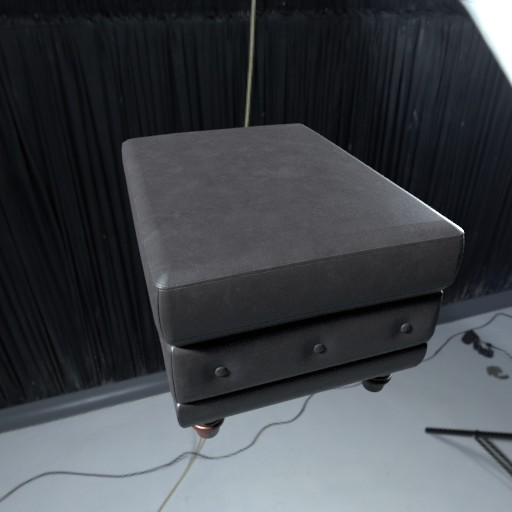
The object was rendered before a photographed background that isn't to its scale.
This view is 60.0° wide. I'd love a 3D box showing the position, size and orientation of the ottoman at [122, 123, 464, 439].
[{"bbox_3d":[0.000,0.000,1.172,0.590,0.498,0.795,-10,33,-15],"label":"ottoman"}]
